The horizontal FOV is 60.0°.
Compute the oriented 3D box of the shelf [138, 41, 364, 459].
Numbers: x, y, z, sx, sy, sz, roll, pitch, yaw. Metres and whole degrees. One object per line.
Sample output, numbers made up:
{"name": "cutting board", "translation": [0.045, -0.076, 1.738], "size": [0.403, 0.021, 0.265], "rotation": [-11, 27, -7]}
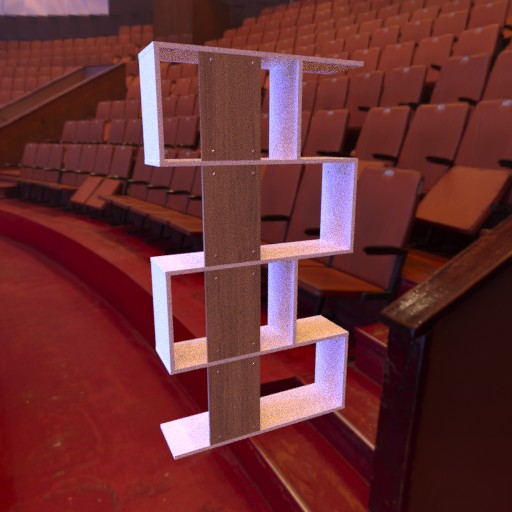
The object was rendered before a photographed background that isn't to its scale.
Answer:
{"name": "shelf", "translation": [0.000, 0.000, 1.994], "size": [0.890, 1.650, 0.250], "rotation": [-7, 16, -25]}
